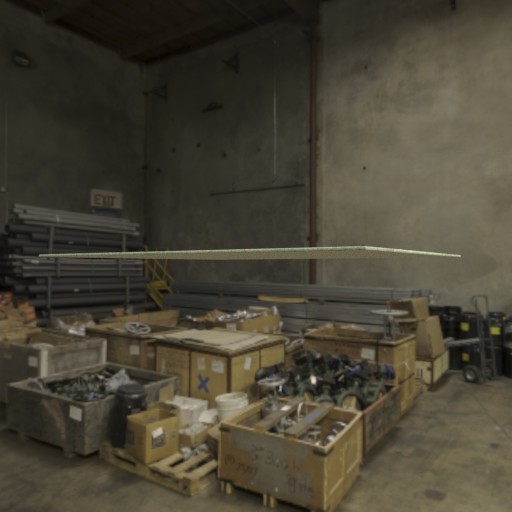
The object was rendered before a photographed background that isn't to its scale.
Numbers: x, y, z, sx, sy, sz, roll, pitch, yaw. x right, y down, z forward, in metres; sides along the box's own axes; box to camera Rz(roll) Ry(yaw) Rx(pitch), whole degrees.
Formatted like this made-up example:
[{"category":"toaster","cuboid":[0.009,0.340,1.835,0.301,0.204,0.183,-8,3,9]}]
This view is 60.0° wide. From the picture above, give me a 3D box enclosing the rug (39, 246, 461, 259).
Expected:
[{"category":"rug","cuboid":[0.000,0.000,4.069,3.039,0.019,2.420,-1,-1,35]}]
